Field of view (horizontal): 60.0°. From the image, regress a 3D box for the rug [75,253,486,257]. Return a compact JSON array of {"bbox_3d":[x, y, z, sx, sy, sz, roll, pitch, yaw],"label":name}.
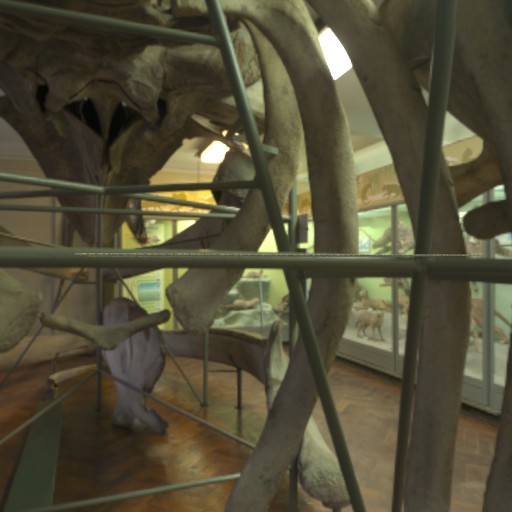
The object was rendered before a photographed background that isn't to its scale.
[{"bbox_3d":[0.000,0.000,4.177,3.037,0.010,2.453,0,0,-19],"label":"rug"}]
